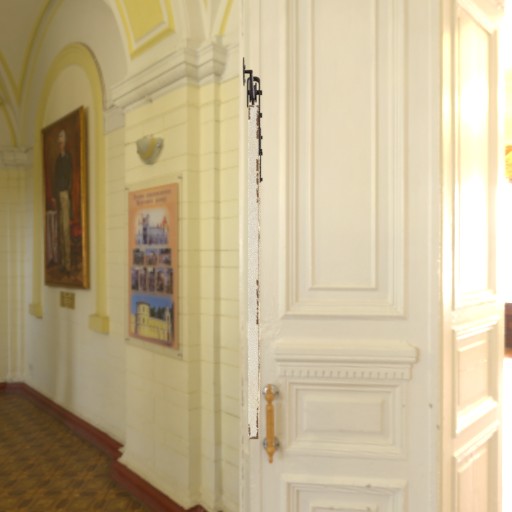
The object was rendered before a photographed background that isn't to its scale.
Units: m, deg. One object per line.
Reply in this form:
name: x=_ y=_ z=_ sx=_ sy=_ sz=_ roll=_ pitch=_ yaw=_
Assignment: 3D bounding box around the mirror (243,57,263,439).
mirror: x=0.000 y=0.000 z=1.256 sx=0.037 sy=0.844 sz=0.808 roll=0 pitch=1 yaw=1
